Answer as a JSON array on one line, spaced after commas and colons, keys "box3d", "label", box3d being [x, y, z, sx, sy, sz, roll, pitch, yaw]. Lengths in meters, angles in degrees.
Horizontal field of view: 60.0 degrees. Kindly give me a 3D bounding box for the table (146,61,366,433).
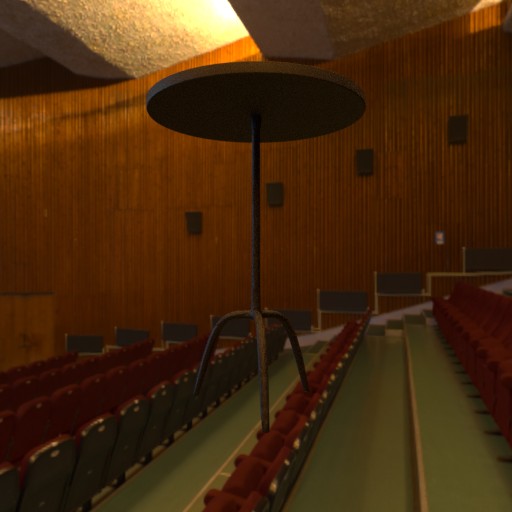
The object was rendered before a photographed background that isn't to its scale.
[{"box3d": [0.000, 0.000, 1.046, 0.502, 0.700, 0.502, 0, 0, 17], "label": "table"}]
